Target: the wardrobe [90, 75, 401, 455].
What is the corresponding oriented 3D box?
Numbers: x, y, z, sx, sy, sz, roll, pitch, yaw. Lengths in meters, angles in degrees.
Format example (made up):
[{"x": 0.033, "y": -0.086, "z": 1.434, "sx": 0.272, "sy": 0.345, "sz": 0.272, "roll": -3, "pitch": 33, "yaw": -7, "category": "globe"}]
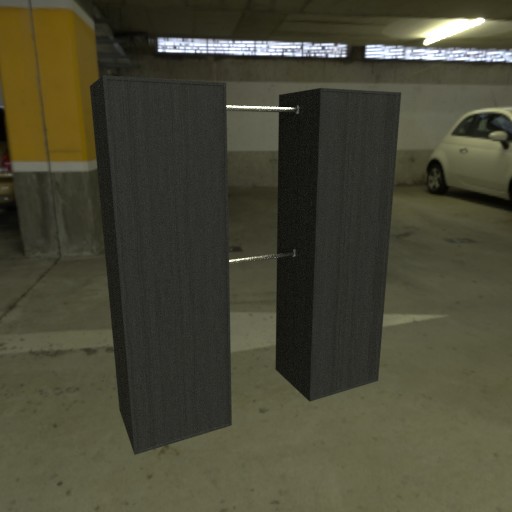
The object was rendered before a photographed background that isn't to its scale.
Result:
[{"x": 0.000, "y": 0.000, "z": 2.831, "sx": 1.770, "sy": 2.000, "sz": 0.480, "roll": -7, "pitch": 17, "yaw": -25, "category": "wardrobe"}]
